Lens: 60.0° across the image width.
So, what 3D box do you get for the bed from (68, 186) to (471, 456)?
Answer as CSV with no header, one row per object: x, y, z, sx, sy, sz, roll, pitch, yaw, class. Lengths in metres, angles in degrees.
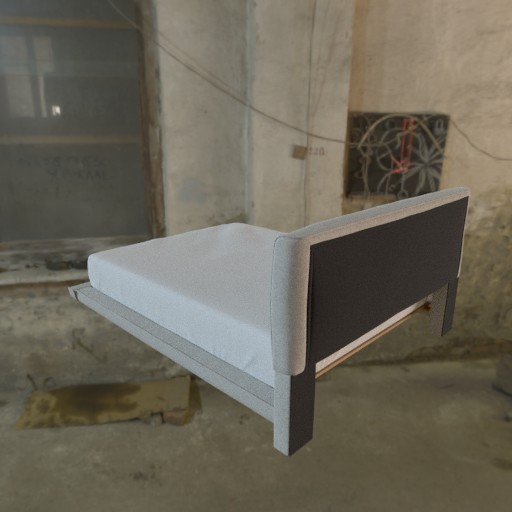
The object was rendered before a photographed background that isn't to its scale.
0.000,0.000,3.453,2.498,1.126,1.980,16,24,42,bed
